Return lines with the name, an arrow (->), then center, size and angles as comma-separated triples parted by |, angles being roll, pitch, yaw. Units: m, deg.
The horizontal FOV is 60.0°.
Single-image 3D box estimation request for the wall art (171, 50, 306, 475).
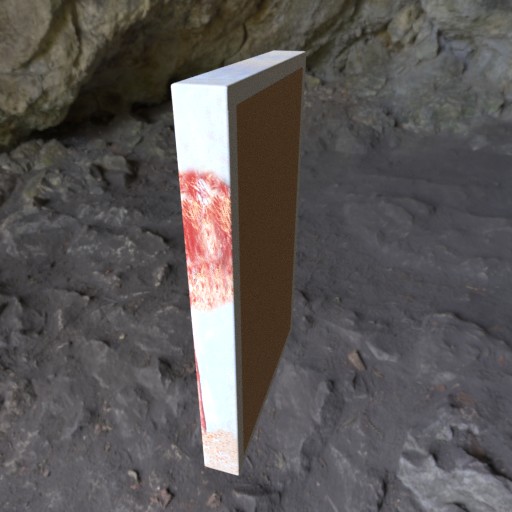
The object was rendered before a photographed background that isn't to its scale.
wall art -> 0.000, 0.000, 0.473 | 0.039, 0.380, 0.251 | 8, 30, 15
